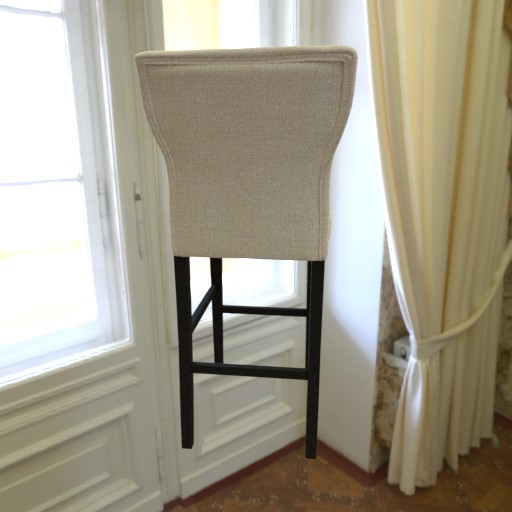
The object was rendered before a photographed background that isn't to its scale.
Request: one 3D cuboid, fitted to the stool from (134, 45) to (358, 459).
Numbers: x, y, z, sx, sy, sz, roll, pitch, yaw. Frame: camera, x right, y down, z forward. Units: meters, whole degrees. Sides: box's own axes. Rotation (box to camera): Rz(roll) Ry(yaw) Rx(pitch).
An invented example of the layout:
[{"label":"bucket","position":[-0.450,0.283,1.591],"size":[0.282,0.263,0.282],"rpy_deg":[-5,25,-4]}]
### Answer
[{"label":"stool","position":[0.000,0.000,1.400],"size":[0.516,1.124,0.603],"rpy_deg":[2,16,6]}]
